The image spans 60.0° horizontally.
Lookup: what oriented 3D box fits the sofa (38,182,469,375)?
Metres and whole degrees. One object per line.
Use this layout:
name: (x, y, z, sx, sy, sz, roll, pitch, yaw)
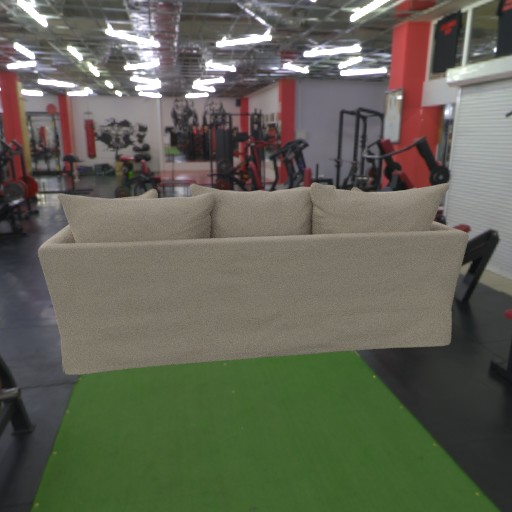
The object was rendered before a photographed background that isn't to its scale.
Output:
sofa: (0.000, 0.000, 3.037, 2.499, 1.047, 1.046, -2, 15, -9)
